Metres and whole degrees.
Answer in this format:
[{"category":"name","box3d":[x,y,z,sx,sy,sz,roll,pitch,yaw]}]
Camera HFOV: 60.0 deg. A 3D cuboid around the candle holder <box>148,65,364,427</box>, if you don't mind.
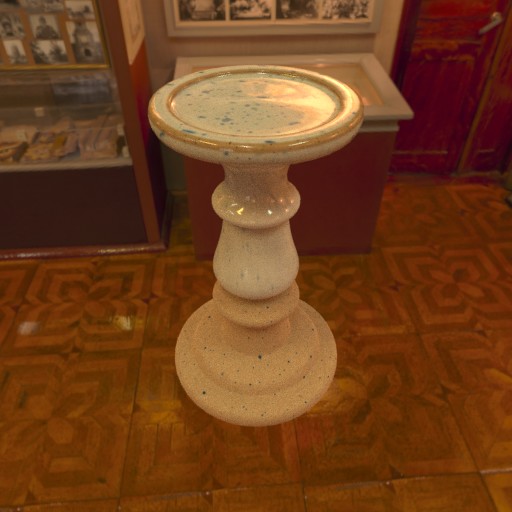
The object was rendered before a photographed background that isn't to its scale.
[{"category":"candle holder","box3d":[0.000,0.000,0.280,0.123,0.202,0.123,0,40,0]}]
